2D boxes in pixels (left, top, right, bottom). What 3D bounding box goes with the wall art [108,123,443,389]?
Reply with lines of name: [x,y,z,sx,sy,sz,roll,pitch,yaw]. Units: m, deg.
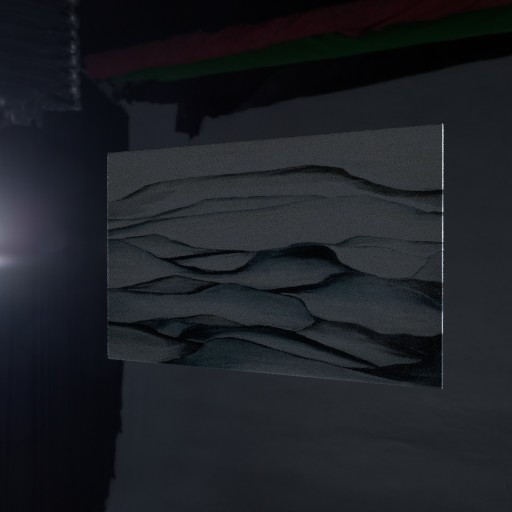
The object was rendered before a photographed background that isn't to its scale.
wall art: [0.000,0.000,1.178,0.914,0.609,0.039,0,0,19]
